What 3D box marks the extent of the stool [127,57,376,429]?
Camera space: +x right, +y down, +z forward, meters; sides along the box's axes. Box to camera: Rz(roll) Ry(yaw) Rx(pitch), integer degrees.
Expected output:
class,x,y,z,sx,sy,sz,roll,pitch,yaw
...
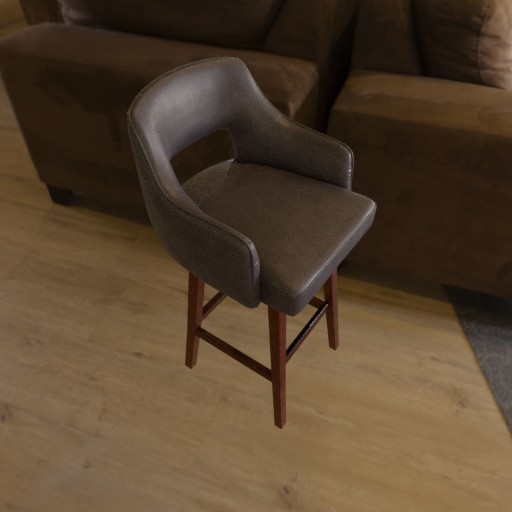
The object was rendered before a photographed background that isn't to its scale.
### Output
class,x,y,z,sx,sy,sz,roll,pitch,yaw
stool,0.000,0.000,1.396,0.560,1.041,0.550,26,49,25
